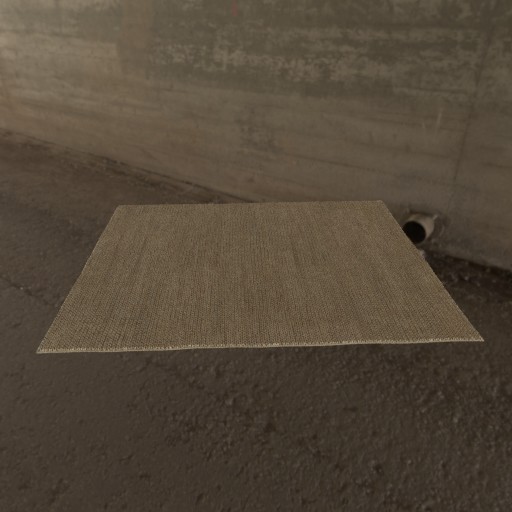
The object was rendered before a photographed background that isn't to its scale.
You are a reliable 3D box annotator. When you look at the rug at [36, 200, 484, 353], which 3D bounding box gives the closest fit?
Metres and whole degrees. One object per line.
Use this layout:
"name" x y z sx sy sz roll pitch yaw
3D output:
"rug" 0.000 0.000 4.049 3.052 0.030 2.429 -1 30 -2
